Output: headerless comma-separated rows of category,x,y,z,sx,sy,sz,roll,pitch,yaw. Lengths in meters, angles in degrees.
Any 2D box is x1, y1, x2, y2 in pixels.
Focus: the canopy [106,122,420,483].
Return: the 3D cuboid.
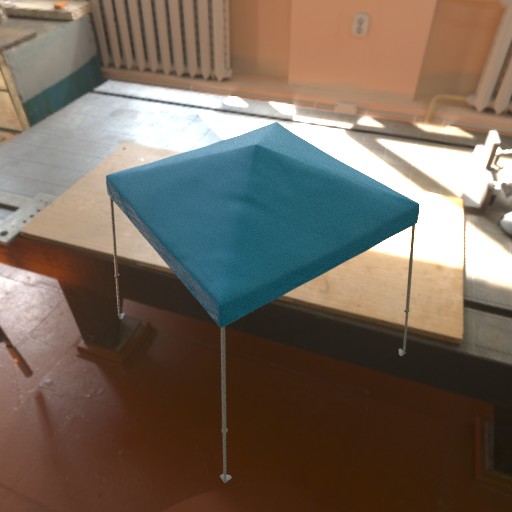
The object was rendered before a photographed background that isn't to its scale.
canopy,0.000,0.000,5.203,2.848,2.849,2.849,-25,47,-26
